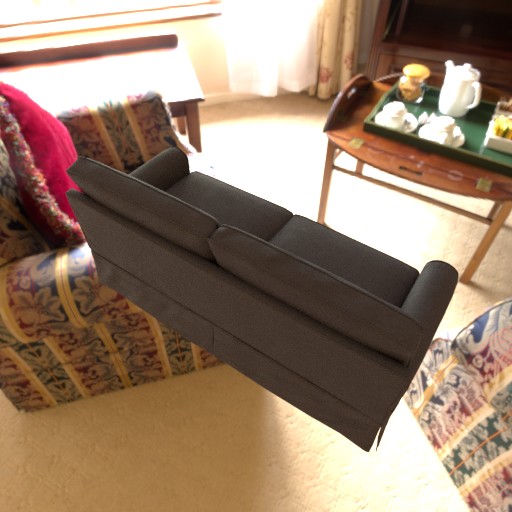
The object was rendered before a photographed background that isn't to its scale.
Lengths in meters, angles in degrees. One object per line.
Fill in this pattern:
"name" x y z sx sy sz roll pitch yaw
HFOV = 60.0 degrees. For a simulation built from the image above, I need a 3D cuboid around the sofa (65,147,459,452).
"sofa" 0.000 0.000 2.783 2.256 1.094 0.983 27 53 22
